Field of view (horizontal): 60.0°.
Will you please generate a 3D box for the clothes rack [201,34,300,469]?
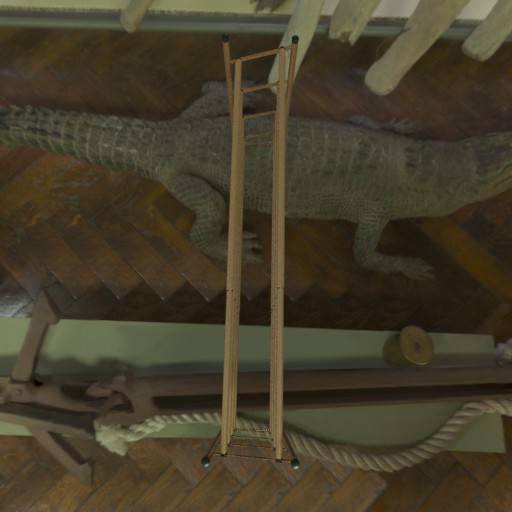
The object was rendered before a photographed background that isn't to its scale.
[{"bbox_3d":[0.000,0.000,1.474,0.229,0.672,1.168,1,75,0],"label":"clothes rack"}]
